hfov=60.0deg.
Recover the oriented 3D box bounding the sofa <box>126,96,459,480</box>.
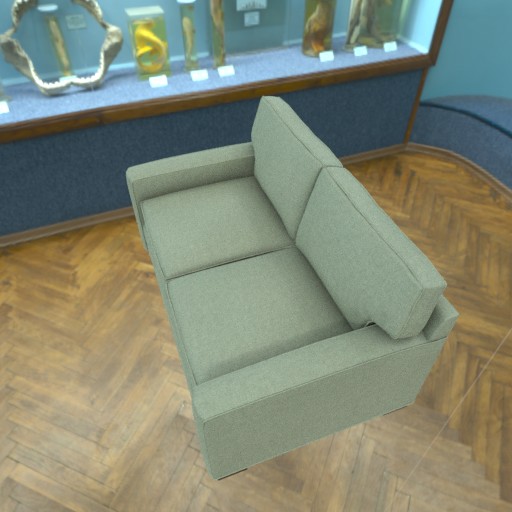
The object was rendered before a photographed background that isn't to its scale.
[{"bbox_3d":[0.000,0.000,2.050,0.940,0.853,1.484,-15,47,-14],"label":"sofa"}]
